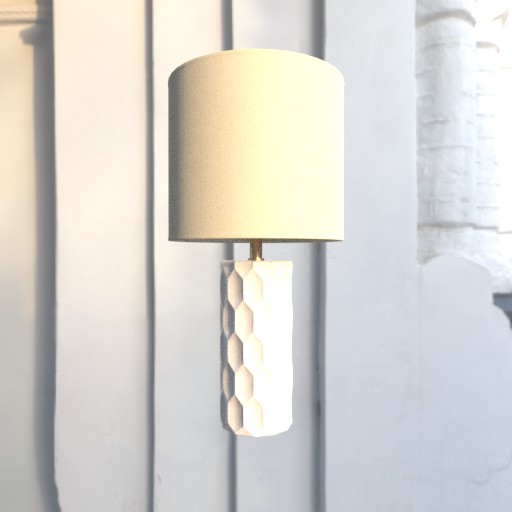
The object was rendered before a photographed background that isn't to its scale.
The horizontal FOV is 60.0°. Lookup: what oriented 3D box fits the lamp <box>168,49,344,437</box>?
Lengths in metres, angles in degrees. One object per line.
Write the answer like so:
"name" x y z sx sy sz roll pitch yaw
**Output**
"lamp" 0.000 0.000 0.711 0.277 0.537 0.277 0 0 18
